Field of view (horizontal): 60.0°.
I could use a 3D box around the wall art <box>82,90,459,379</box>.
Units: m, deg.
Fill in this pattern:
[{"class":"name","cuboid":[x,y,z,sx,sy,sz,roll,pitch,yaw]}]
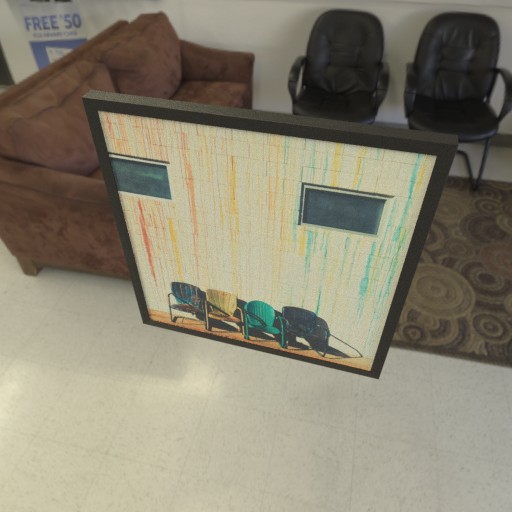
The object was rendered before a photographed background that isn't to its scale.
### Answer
[{"class":"wall art","cuboid":[0.000,0.000,1.138,0.763,0.763,0.039,11,44,12]}]
